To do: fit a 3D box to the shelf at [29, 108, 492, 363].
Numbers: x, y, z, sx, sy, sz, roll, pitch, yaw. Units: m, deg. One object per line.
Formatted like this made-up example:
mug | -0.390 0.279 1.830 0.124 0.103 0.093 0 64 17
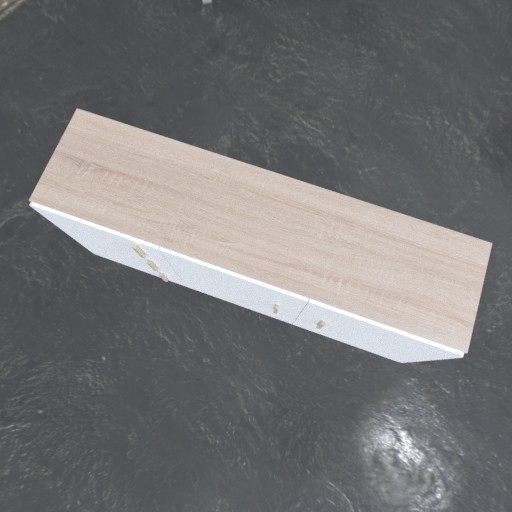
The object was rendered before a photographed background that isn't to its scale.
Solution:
shelf | 0.000 0.000 1.833 1.490 0.780 0.400 19 76 5
